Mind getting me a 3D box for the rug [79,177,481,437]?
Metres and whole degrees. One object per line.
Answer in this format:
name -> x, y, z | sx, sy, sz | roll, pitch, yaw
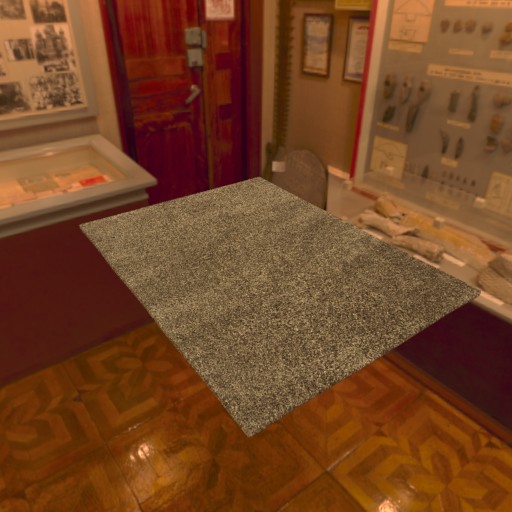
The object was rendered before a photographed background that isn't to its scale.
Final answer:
rug -> 0.000, 0.000, 2.130 | 1.198, 0.025, 1.601 | -21, 37, -30
